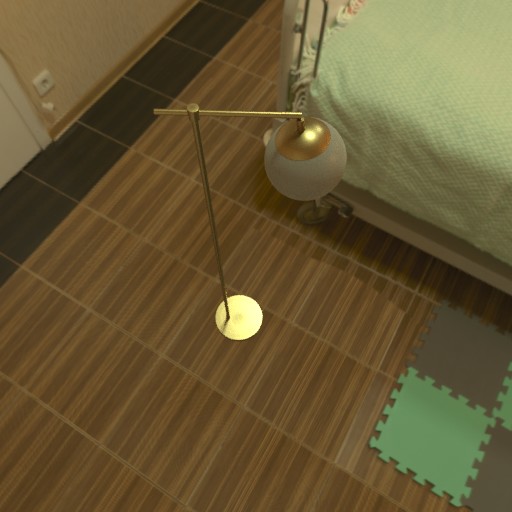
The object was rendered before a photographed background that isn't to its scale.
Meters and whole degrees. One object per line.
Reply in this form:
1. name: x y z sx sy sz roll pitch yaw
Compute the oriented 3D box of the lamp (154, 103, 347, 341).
1. lamp: 0.000 0.000 1.691 0.476 1.505 0.249 2 63 1
